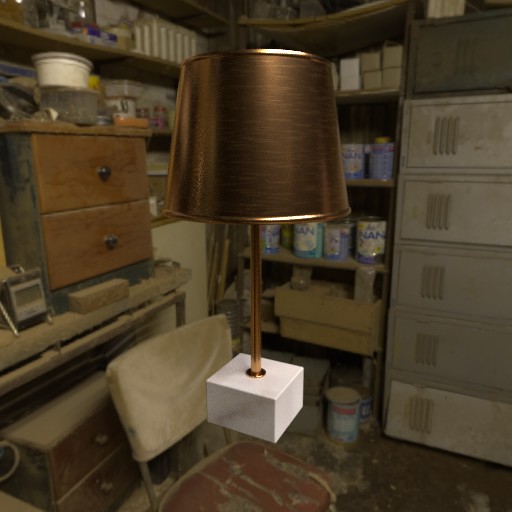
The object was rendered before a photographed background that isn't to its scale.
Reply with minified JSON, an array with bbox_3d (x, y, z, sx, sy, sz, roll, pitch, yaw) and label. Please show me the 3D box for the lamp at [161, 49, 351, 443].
[{"bbox_3d":[0.000,0.000,0.508,0.208,0.406,0.208,0,13,0],"label":"lamp"}]
